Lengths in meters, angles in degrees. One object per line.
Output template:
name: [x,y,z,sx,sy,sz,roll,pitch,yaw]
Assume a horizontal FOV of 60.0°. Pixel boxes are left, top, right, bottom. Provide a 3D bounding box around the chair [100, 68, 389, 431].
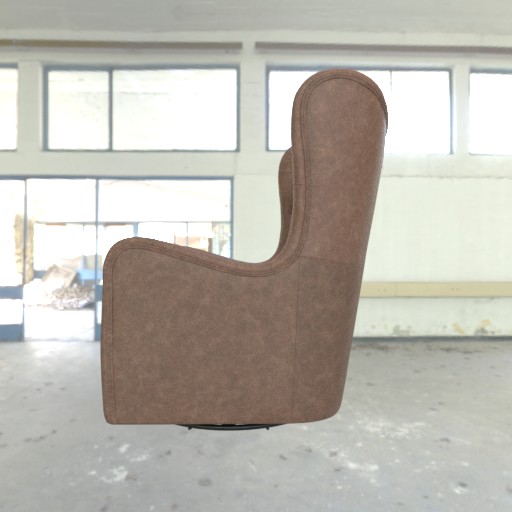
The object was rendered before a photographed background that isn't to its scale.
chair: [0.000,0.000,1.669,0.930,1.079,0.831,0,-1,0]
